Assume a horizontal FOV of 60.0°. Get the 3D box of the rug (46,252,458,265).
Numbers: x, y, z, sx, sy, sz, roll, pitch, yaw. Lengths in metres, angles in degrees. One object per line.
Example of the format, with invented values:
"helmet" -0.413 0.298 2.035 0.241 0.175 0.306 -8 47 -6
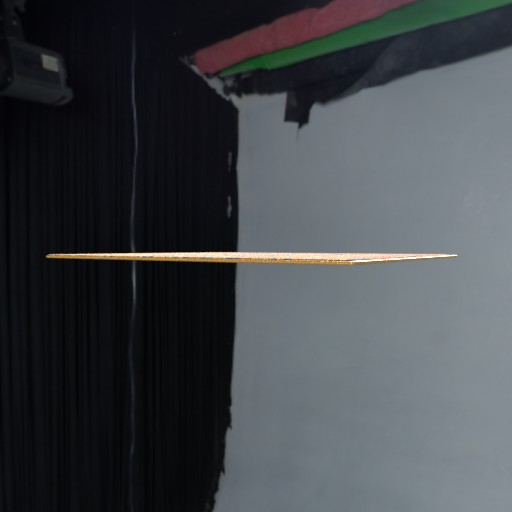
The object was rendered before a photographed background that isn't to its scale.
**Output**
"rug" 0.000 0.000 4.181 3.040 0.031 2.435 1 1 36
